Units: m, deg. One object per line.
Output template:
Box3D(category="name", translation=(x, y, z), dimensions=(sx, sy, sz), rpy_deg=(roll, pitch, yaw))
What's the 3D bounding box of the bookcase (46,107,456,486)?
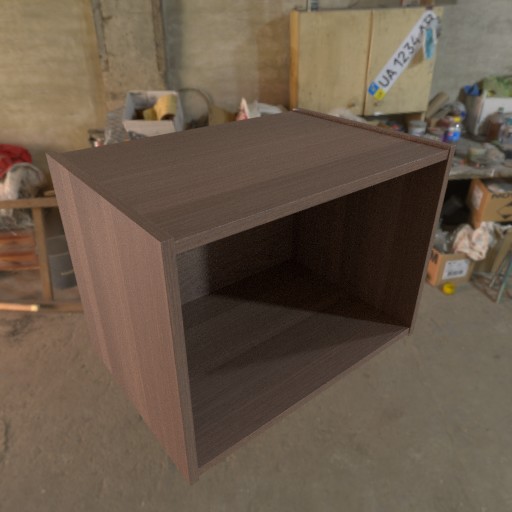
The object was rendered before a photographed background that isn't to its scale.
Box3D(category="bookcase", translation=(0.000, 0.000, 0.622), dimensions=(0.415, 0.305, 0.290), rpy_deg=(-22, 37, -33))
